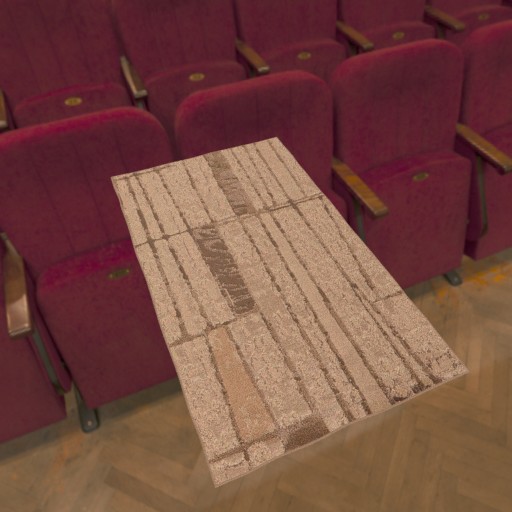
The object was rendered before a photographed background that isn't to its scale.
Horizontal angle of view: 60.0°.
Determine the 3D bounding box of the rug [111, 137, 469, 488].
[{"bbox_3d":[0.000,0.000,1.041,0.515,0.007,0.867,-18,50,-15],"label":"rug"}]
